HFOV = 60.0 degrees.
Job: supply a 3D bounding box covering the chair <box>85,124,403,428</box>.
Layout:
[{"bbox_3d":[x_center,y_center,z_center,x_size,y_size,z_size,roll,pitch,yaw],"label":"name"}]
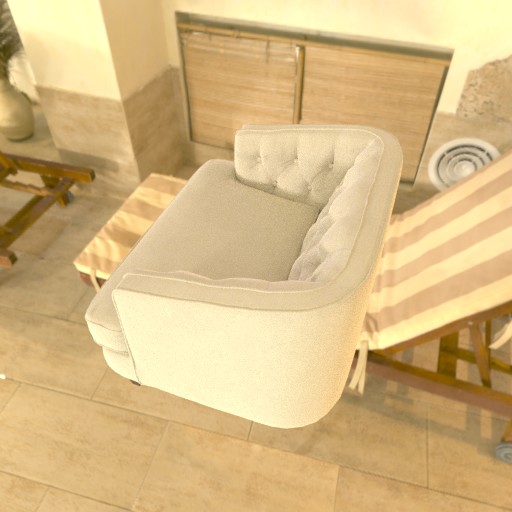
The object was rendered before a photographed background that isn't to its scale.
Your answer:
[{"bbox_3d":[0.000,0.000,1.801,0.941,0.852,1.104,15,47,14],"label":"chair"}]
